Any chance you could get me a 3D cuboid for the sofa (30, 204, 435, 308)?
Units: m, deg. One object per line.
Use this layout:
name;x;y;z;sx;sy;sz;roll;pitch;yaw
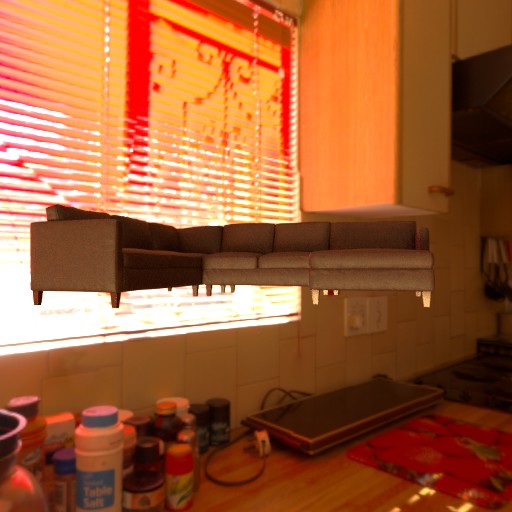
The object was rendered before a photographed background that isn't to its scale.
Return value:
sofa;0.000;0.000;4.617;3.460;0.923;2.593;0;-2;18
